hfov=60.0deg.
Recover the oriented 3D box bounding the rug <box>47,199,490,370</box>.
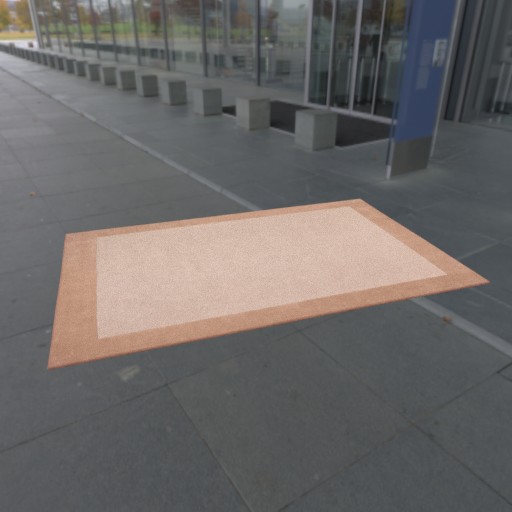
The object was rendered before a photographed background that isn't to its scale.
[{"bbox_3d":[0.000,0.000,2.942,2.438,0.014,1.524,-8,28,-16],"label":"rug"}]
